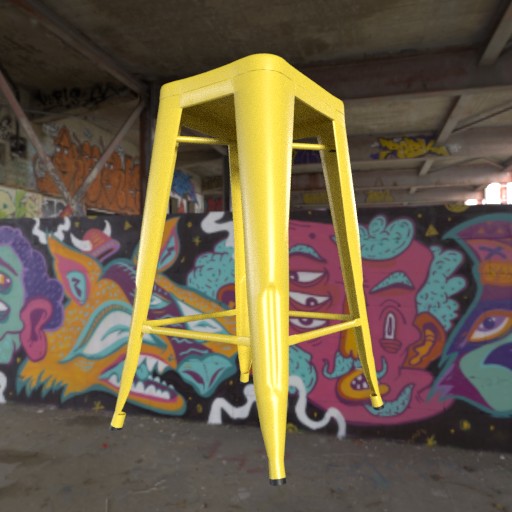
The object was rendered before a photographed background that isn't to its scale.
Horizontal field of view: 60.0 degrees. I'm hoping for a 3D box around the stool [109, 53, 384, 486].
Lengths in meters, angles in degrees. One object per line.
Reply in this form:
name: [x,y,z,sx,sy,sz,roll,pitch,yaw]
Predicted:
stool: [0.000,0.000,0.837,0.359,0.609,0.399,-1,-1,35]
